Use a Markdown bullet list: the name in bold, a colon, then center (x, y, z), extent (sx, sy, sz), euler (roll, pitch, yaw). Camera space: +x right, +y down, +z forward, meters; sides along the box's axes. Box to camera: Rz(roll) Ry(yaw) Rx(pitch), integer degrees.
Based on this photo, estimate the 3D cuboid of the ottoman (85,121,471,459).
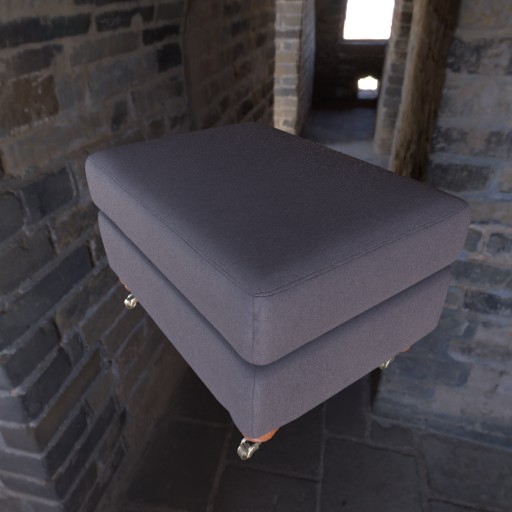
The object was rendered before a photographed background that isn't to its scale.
- **ottoman**: center (0.000, 0.000, 1.110), extent (0.574, 0.497, 0.773), euler (-21, 38, -30)
